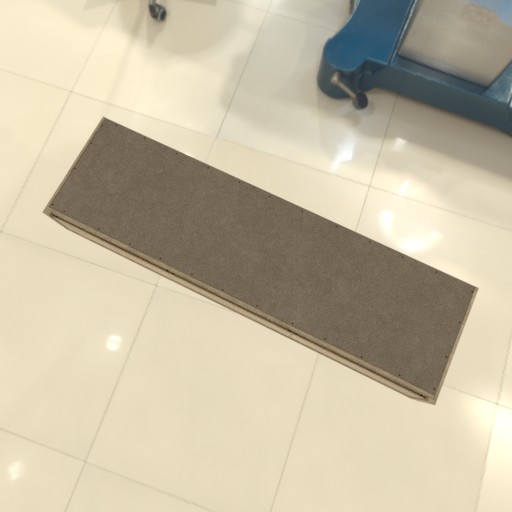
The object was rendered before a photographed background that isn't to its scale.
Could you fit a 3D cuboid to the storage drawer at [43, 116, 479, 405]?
[{"bbox_3d":[0.000,0.000,2.286,2.072,0.274,0.591,25,78,6],"label":"storage drawer"}]
